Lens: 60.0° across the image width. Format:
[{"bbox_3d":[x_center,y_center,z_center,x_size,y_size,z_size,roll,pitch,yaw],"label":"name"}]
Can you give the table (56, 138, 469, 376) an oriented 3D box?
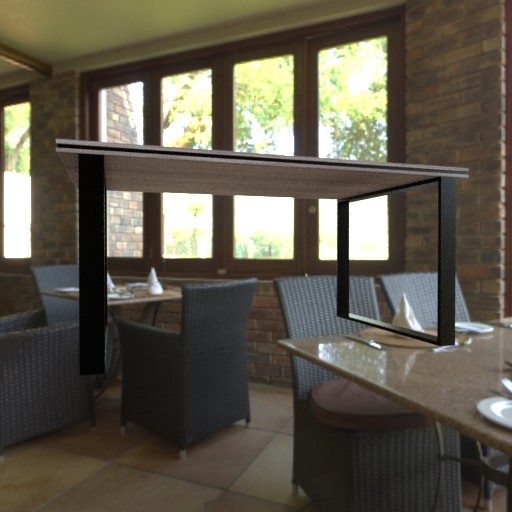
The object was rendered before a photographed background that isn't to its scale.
[{"bbox_3d":[0.000,0.000,2.027,1.579,0.736,0.881,0,1,-18],"label":"table"}]
